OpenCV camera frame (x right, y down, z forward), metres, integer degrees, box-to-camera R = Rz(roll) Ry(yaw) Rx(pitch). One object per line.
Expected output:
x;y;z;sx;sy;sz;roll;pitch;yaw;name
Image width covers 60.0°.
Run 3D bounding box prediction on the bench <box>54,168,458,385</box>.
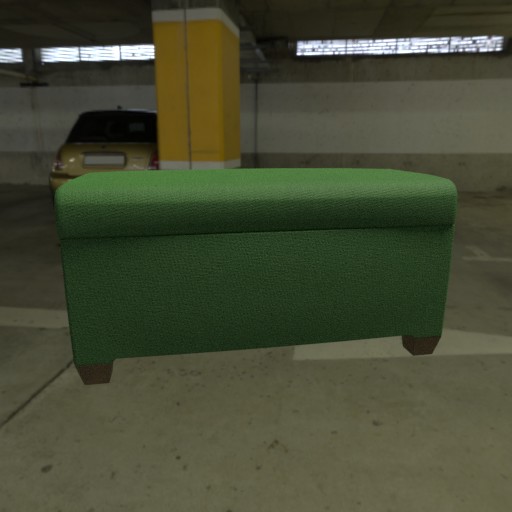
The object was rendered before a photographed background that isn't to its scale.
0.000;0.000;1.315;0.989;0.501;0.505;-3;15;-10;bench
